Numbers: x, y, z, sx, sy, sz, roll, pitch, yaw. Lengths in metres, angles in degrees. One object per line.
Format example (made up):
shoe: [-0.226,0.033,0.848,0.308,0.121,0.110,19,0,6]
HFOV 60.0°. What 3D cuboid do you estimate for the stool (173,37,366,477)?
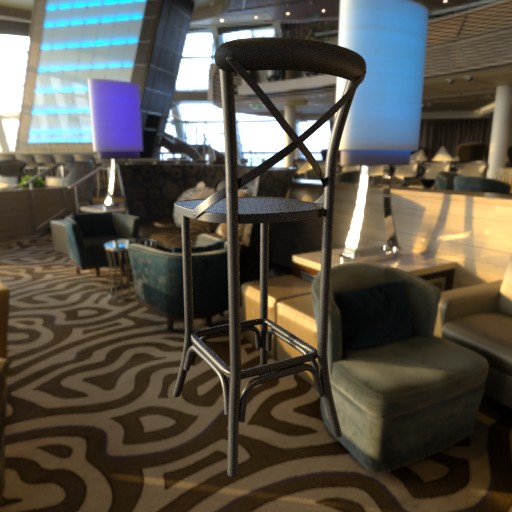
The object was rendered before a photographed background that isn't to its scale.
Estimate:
stool: [0.000,0.000,1.431,0.457,1.168,0.584,-7,15,-28]
